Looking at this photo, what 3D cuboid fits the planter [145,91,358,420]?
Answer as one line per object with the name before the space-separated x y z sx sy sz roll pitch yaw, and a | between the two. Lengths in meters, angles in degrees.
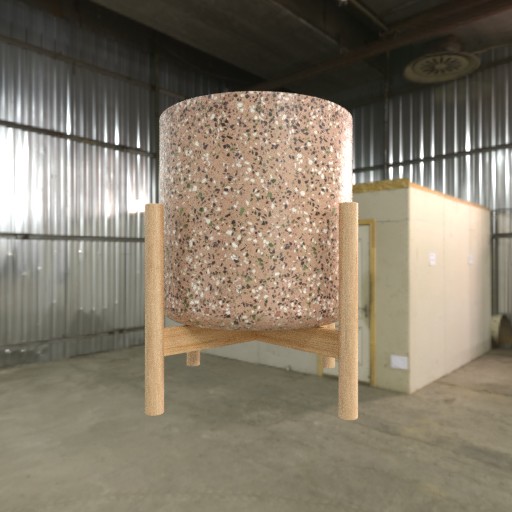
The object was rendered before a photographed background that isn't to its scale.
planter | 0.000 0.000 0.713 0.360 0.419 0.360 0 0 -19
